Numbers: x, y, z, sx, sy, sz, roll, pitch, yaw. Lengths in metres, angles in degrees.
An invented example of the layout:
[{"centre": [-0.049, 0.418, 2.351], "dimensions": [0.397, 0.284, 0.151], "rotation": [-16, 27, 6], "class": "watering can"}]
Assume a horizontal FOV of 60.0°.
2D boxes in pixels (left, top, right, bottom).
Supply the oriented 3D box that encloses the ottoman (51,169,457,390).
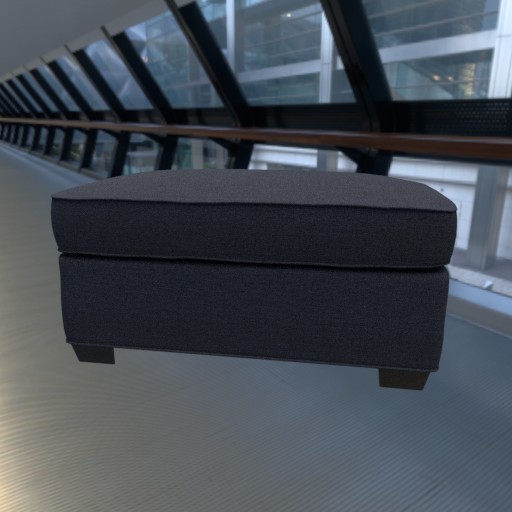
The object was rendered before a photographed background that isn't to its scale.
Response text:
[{"centre": [0.000, 0.000, 1.191], "dimensions": [0.895, 0.453, 0.505], "rotation": [3, 16, 9], "class": "ottoman"}]
